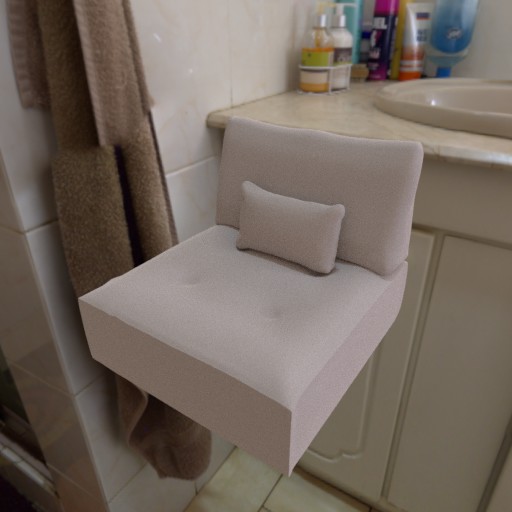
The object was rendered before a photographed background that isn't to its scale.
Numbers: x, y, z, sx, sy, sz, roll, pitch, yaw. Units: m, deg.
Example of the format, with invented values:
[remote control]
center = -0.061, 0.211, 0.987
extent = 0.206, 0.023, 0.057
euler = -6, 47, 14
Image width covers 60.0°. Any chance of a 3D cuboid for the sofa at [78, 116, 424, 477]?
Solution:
[sofa]
center = 0.000, 0.000, 1.728
extent = 0.935, 0.828, 1.000
euler = 18, 34, 30
